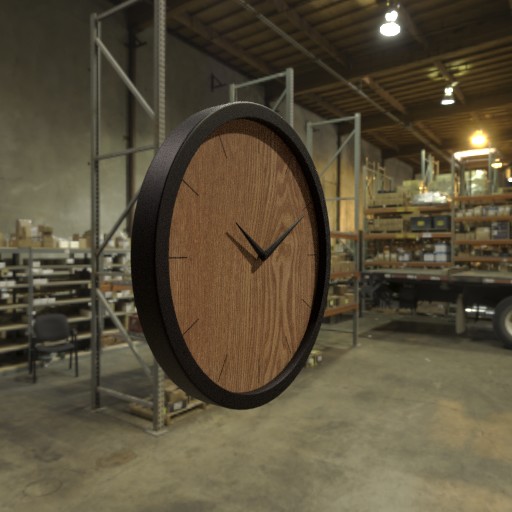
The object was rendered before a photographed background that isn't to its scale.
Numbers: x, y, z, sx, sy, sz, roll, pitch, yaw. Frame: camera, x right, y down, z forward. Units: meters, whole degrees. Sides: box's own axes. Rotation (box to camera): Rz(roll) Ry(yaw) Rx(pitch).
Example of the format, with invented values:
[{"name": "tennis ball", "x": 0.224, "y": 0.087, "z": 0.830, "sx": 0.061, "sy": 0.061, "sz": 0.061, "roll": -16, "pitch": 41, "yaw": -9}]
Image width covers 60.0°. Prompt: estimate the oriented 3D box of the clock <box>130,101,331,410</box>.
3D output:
[{"name": "clock", "x": 0.000, "y": 0.000, "z": 0.475, "sx": 0.029, "sy": 0.314, "sz": 0.314, "roll": 1, "pitch": 1, "yaw": 35}]
